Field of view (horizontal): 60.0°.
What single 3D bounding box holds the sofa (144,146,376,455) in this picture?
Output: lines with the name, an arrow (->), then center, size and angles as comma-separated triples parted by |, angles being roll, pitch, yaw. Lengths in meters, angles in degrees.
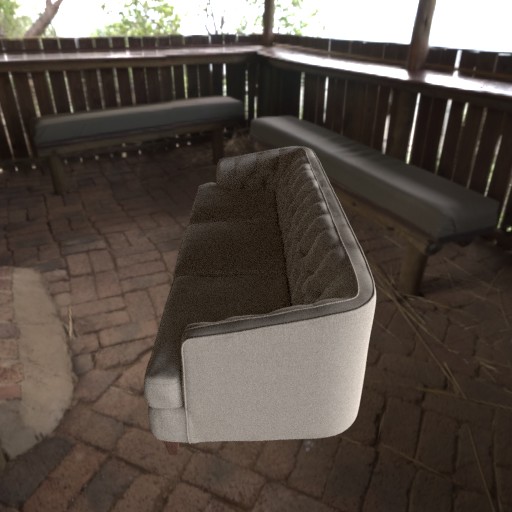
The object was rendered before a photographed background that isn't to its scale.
sofa -> 0.000, 0.000, 2.659 | 0.913, 0.788, 2.235 | 0, 29, -1
